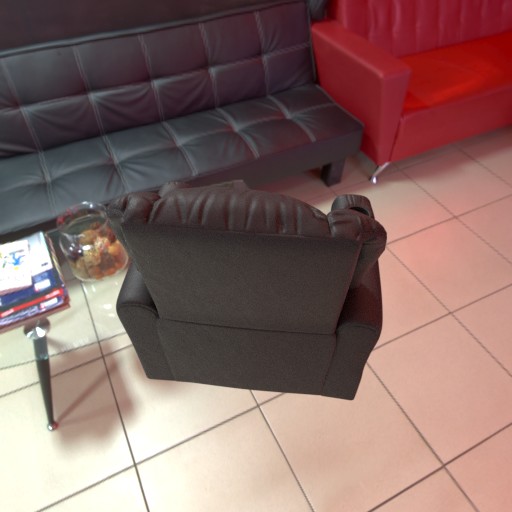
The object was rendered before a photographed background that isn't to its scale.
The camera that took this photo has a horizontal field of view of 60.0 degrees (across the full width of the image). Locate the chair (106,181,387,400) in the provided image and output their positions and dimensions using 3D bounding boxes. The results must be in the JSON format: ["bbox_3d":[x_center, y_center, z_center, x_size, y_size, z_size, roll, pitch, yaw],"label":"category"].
[{"bbox_3d":[0.000,0.000,1.106,0.610,0.709,0.521,5,47,4],"label":"chair"}]
